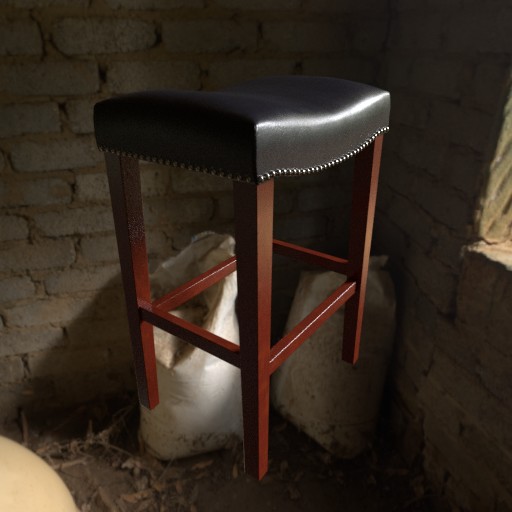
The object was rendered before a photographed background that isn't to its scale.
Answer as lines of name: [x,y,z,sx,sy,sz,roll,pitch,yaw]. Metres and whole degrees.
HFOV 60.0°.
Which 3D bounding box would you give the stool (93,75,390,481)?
stool: [0.000,0.000,1.015,0.372,0.742,0.504,18,31,32]
